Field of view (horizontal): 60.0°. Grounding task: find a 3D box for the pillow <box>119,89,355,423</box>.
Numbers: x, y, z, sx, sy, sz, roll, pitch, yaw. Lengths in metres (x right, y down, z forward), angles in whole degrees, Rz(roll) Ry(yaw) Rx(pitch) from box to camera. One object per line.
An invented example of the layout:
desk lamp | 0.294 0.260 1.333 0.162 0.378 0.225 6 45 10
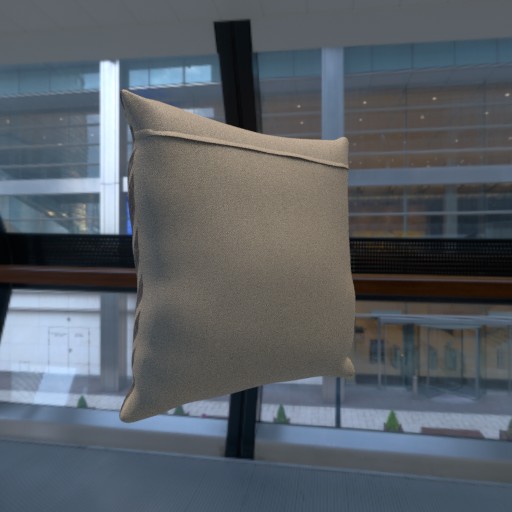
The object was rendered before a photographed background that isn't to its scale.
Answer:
pillow | 0.000 0.000 0.698 0.440 0.441 0.182 0 0 -37
